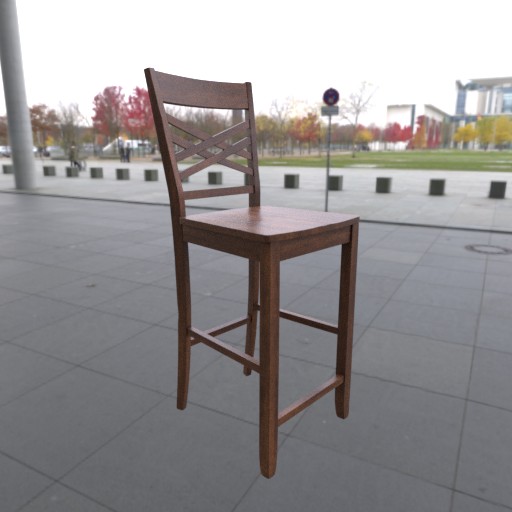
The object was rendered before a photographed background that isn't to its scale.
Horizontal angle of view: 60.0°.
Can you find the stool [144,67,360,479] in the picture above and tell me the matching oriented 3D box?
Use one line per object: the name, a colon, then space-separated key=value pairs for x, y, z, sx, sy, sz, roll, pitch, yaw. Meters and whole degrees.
stool: x=0.000 y=0.000 z=1.381 sx=0.504 sy=1.098 sz=0.426 roll=13 pitch=19 yaw=42
